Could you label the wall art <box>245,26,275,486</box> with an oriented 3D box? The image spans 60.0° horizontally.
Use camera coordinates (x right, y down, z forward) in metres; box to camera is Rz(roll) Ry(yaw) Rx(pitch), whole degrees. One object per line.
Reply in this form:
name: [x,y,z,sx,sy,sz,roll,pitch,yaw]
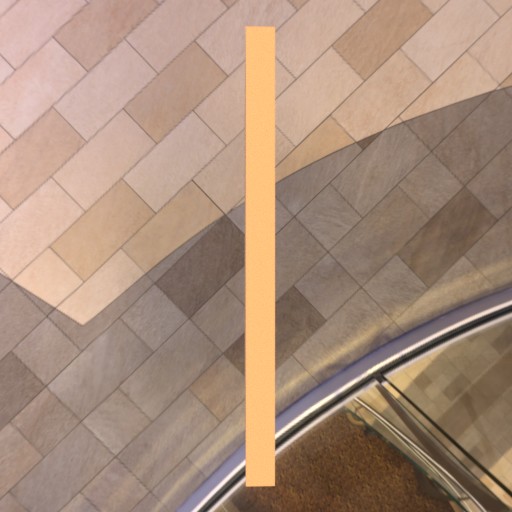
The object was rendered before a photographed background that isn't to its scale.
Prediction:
wall art: [0.000,0.000,0.791,0.039,0.407,0.609,0,91,-2]
